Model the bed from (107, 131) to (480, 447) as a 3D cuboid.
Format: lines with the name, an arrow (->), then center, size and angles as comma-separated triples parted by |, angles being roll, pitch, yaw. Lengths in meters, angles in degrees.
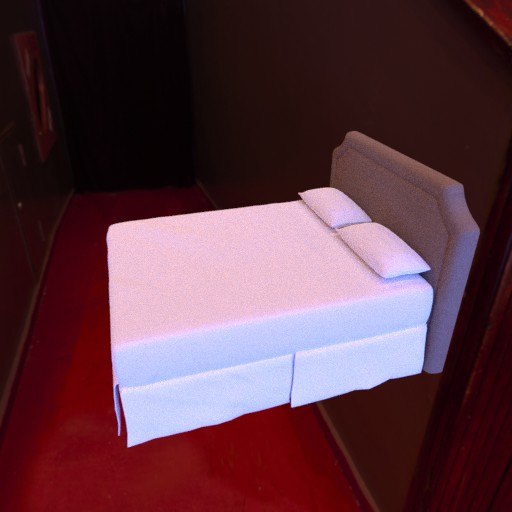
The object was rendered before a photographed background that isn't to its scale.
bed -> 0.000, 0.000, 3.096 | 2.116, 1.290, 1.693 | -9, 31, -15
